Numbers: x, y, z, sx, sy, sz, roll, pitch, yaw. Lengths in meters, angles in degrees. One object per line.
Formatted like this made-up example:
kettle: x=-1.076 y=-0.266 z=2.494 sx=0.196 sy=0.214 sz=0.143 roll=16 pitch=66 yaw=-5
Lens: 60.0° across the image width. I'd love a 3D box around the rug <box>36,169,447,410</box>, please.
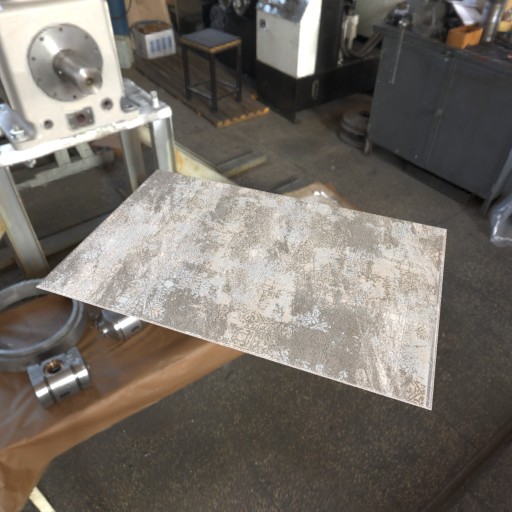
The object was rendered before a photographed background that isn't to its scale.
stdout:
rug: x=0.000 y=0.000 z=3.052 sx=2.431 sy=0.012 sz=1.536 roll=14 pitch=44 yaw=15
